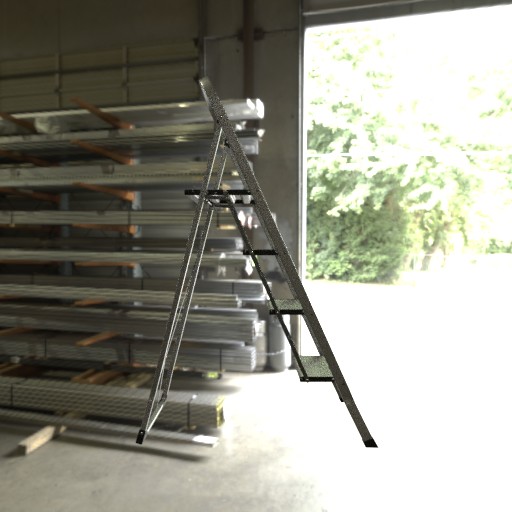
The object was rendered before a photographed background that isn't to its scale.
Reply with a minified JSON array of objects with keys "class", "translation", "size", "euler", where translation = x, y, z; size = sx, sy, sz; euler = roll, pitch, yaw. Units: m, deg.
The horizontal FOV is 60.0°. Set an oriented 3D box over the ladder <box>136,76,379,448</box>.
[{"class":"ladder","translation":[0.000,0.000,1.717],"size":[0.830,1.290,0.465],"euler":[0,1,0]}]
